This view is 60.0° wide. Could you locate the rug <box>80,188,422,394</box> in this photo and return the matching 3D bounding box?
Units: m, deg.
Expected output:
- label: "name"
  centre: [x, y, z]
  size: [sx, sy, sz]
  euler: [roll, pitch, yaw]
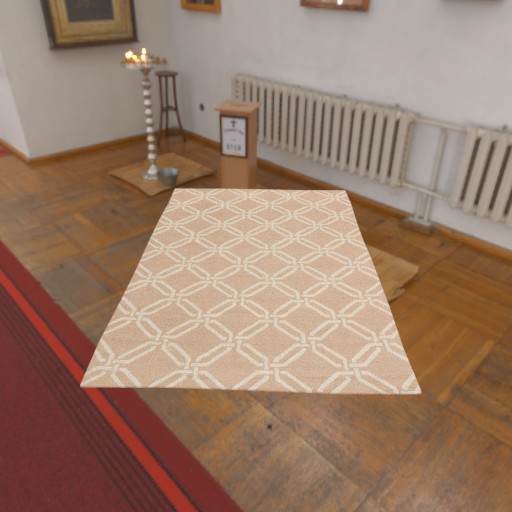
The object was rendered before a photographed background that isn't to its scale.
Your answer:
- label: "rug"
  centre: [0.000, 0.000, 2.209]
  size: [1.146, 0.010, 1.745]
  euler: [1, 31, 1]
